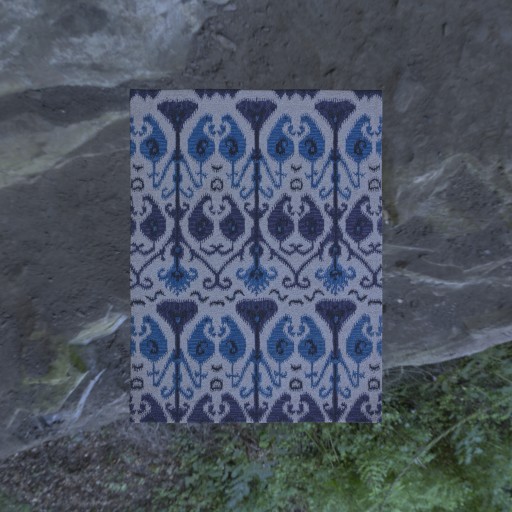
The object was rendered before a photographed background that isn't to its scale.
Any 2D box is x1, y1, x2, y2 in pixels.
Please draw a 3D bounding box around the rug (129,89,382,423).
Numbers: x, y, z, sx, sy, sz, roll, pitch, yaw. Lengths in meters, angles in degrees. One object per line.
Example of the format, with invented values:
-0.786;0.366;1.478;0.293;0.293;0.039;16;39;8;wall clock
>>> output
0.000;0.000;4.281;2.443;0.024;3.228;0;90;0;rug
